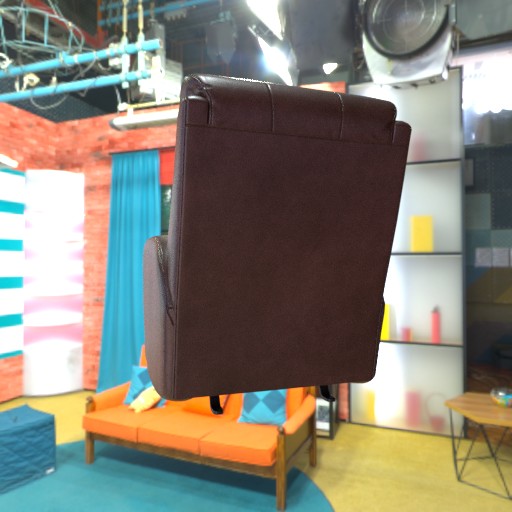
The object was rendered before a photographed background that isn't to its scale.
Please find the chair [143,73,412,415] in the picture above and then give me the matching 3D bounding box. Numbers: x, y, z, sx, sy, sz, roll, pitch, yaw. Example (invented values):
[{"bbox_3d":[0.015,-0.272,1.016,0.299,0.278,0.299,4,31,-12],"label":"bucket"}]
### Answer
[{"bbox_3d":[0.000,0.000,1.693,0.787,1.016,0.939,0,-1,-19],"label":"chair"}]
